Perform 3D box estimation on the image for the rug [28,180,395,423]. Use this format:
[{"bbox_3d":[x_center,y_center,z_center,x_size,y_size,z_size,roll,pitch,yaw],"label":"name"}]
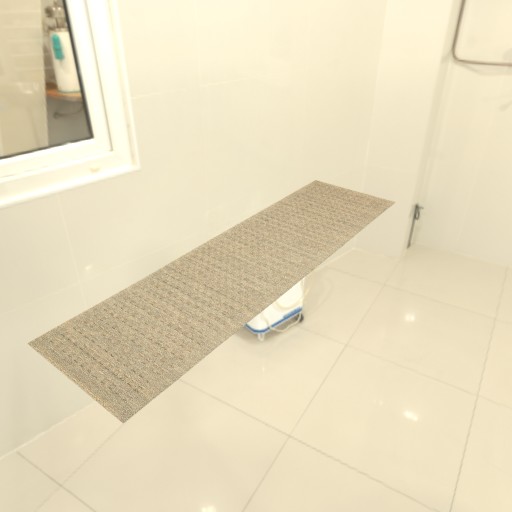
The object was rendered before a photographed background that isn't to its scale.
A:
[{"bbox_3d":[0.000,0.000,2.619,0.688,0.005,2.437,23,38,32],"label":"rug"}]
